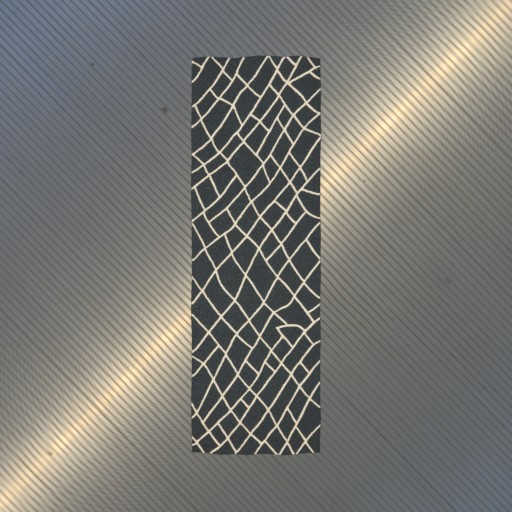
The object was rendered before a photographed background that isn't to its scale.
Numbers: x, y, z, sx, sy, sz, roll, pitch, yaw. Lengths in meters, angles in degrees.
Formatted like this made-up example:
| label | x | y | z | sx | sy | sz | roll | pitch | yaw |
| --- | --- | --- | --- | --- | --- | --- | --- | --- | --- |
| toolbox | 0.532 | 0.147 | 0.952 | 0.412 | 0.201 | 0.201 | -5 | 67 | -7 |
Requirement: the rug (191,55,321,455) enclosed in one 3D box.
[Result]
| label | x | y | z | sx | sy | sz | roll | pitch | yaw |
| --- | --- | --- | --- | --- | --- | --- | --- | --- | --- |
| rug | 0.000 | 0.000 | 2.746 | 0.807 | 0.010 | 2.476 | 0 | 90 | 0 |
